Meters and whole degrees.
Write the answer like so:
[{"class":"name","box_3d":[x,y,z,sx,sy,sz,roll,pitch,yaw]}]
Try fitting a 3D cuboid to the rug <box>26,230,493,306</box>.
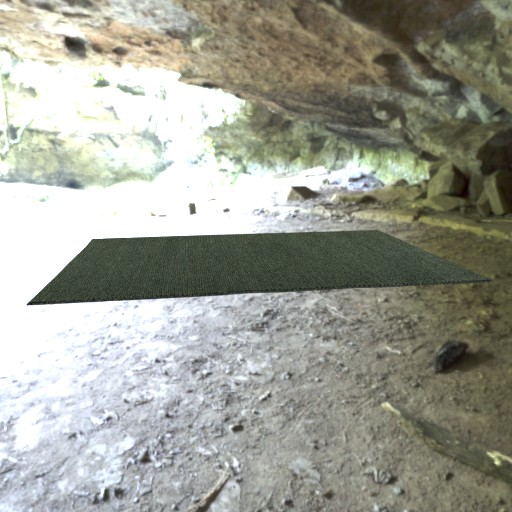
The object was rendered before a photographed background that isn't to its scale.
[{"class":"rug","box_3d":[0.000,0.000,3.014,2.443,0.021,1.538,-2,14,-9]}]
